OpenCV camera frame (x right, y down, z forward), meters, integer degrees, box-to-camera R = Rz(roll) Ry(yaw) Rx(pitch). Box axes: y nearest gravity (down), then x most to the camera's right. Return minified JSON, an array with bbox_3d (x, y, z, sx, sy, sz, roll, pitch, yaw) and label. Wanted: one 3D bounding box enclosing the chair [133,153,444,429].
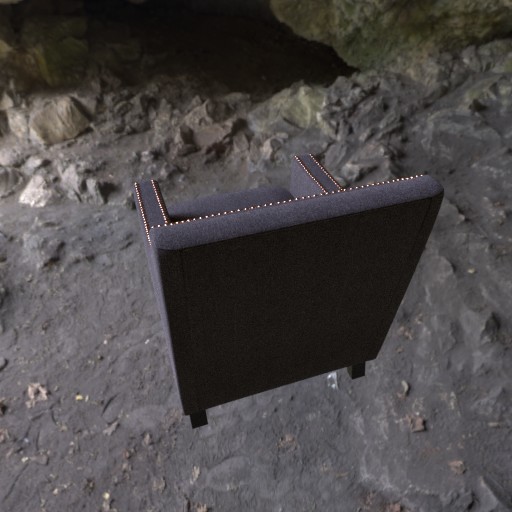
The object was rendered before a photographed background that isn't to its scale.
[{"bbox_3d":[0.000,0.000,1.671,0.776,0.967,0.884,-12,43,-14],"label":"chair"}]
